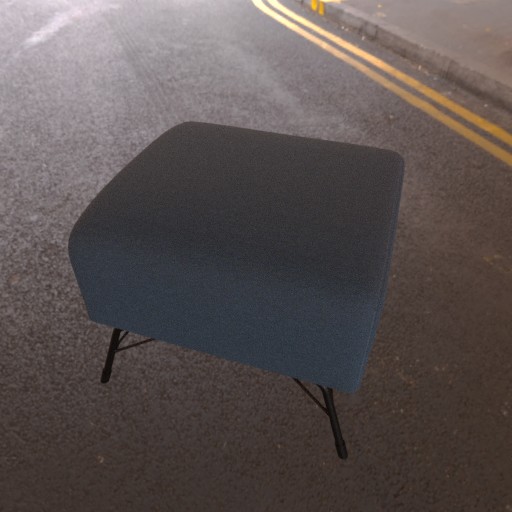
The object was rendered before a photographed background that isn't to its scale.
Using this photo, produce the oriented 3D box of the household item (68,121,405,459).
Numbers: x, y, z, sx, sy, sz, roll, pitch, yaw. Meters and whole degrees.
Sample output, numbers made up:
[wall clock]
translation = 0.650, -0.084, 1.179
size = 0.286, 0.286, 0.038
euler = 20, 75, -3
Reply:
[household item]
translation = 0.000, 0.000, 0.933
size = 0.530, 0.420, 0.530
euler = 12, 42, 14
